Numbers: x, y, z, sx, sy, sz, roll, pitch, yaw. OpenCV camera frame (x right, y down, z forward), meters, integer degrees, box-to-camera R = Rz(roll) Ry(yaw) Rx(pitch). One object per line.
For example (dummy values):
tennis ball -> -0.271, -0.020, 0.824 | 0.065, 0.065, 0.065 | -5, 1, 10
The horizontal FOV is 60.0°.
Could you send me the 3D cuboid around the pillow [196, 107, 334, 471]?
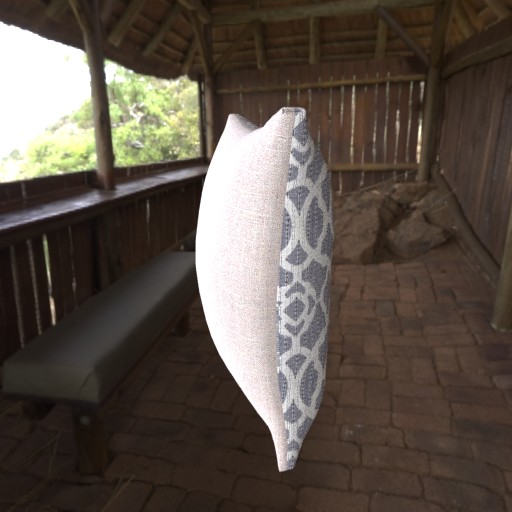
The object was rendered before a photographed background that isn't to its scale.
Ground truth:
pillow -> 0.000, 0.000, 0.800 | 0.215, 0.498, 0.508 | -3, 17, -10
